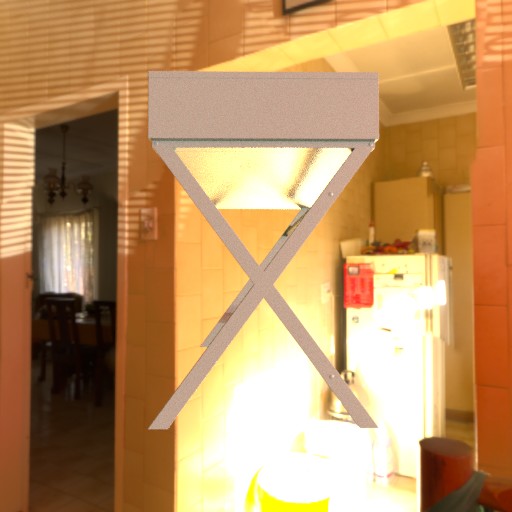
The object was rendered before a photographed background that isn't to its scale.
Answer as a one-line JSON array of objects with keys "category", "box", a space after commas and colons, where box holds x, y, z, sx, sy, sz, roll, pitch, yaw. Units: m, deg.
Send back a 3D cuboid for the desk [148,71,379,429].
[{"category": "desk", "box": [0.000, 0.000, 1.488, 0.525, 0.780, 1.057, 0, -1, -1]}]
